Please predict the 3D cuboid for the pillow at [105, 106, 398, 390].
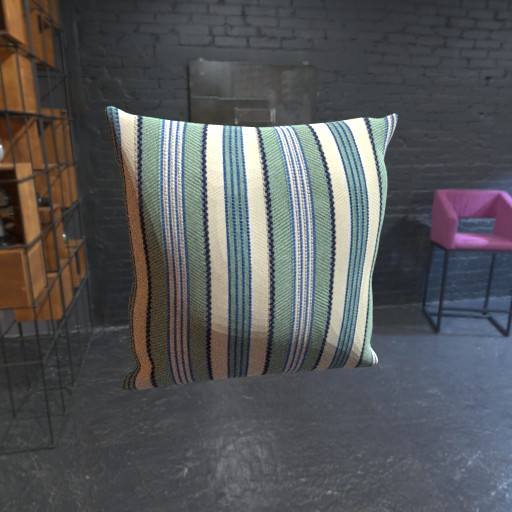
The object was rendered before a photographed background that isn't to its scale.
[{"bbox_3d":[0.000,0.000,0.693,0.440,0.441,0.182,-3,16,-9],"label":"pillow"}]
